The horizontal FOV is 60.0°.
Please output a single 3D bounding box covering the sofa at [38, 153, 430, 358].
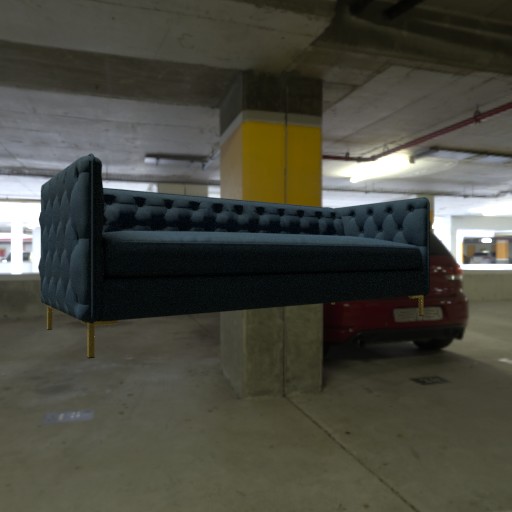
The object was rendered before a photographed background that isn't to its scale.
[{"bbox_3d":[0.000,0.000,2.596,2.209,0.771,0.895,0,0,-35],"label":"sofa"}]
